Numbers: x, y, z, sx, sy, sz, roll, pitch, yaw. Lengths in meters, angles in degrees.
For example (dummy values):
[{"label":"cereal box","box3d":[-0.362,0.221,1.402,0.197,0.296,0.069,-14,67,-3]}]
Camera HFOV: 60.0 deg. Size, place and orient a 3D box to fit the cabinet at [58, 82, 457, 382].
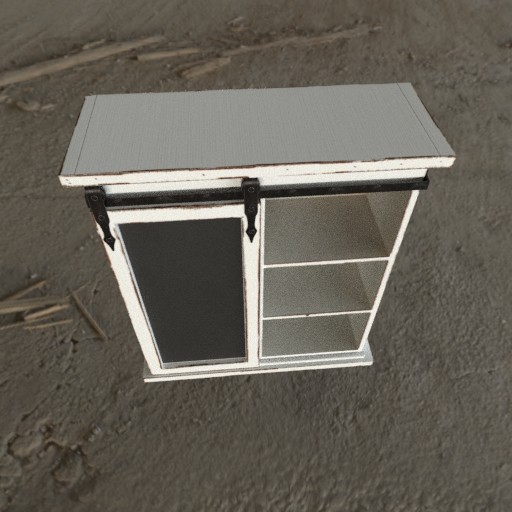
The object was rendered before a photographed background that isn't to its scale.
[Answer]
[{"label":"cabinet","box3d":[0.000,0.000,0.892,0.541,0.603,0.210,-4,48,-3]}]
